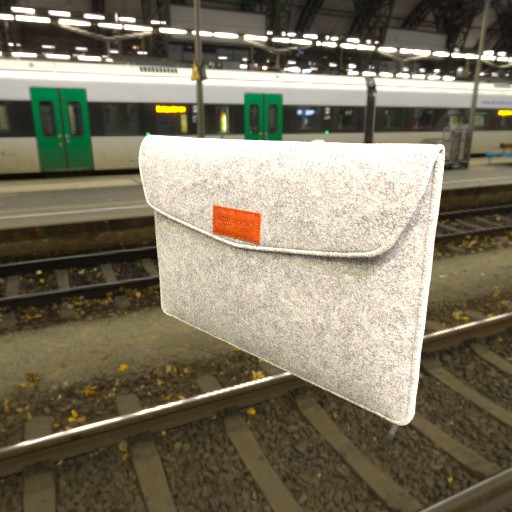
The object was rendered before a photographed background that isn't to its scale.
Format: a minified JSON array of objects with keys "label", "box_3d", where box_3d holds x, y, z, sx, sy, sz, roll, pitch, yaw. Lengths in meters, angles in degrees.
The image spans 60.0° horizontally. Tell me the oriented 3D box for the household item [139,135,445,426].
[{"label":"household item","box_3d":[0.000,0.000,0.430,0.335,0.221,0.057,15,22,41]}]
